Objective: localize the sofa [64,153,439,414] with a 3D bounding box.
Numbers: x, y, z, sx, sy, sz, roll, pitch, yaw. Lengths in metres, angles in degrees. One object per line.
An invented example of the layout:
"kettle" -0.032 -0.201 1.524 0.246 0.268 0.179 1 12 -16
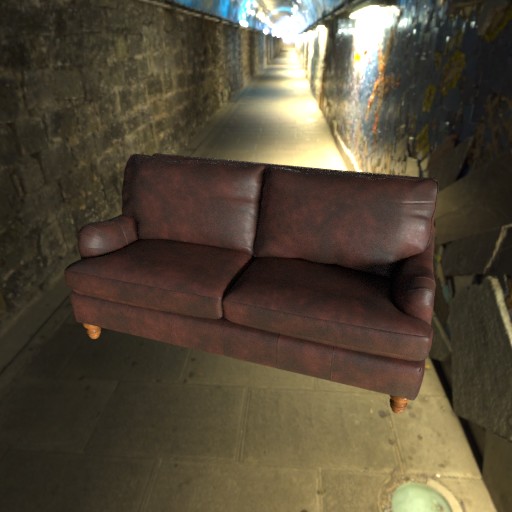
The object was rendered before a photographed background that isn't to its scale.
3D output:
"sofa" 0.000 0.000 2.828 2.144 1.071 1.147 9 28 17
